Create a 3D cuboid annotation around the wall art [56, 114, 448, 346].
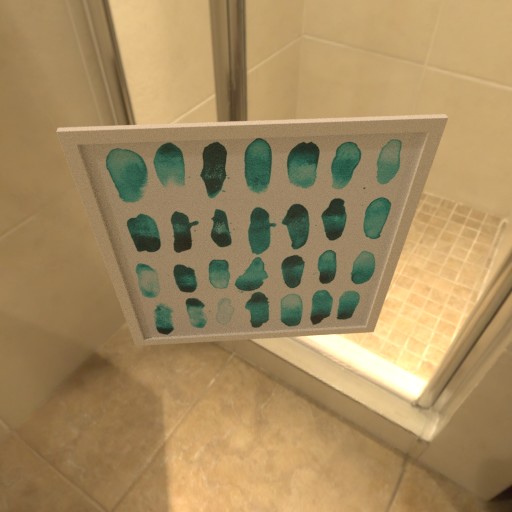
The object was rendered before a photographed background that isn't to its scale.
[{"bbox_3d":[0.000,0.000,0.685,0.456,0.457,0.009,-3,47,-3],"label":"wall art"}]
